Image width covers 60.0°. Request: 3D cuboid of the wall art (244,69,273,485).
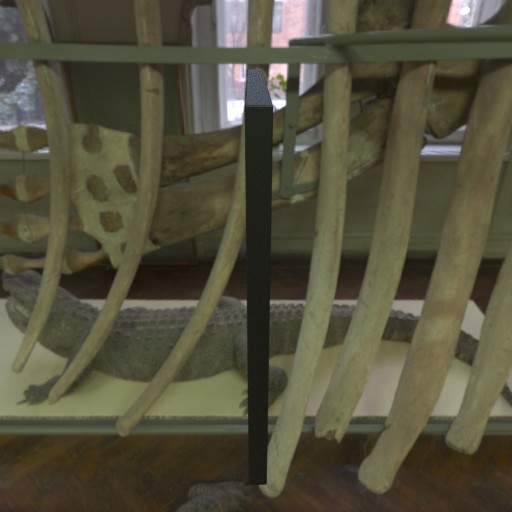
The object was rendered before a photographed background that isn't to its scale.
[{"bbox_3d":[0.000,0.000,0.759,0.028,0.559,0.457,0,27,-1],"label":"wall art"}]
